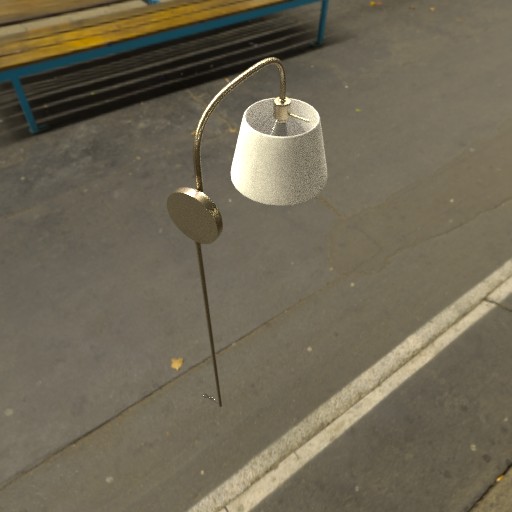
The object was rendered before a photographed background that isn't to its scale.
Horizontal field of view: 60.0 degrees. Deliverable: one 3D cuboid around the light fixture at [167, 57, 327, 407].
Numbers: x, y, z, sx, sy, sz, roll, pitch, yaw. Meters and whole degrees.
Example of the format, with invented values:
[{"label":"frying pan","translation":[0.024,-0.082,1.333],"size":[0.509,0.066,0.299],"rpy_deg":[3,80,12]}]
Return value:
[{"label":"light fixture","translation":[0.000,0.000,0.459],"size":[0.092,0.399,0.176],"rpy_deg":[24,52,21]}]
